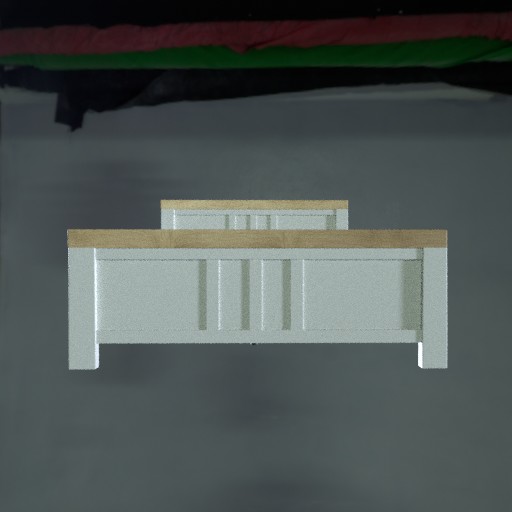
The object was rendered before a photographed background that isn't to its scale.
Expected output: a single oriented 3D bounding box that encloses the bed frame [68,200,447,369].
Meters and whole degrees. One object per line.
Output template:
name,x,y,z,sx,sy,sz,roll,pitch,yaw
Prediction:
bed frame,0.000,0.000,2.971,1.670,0.980,2.050,0,0,-1
